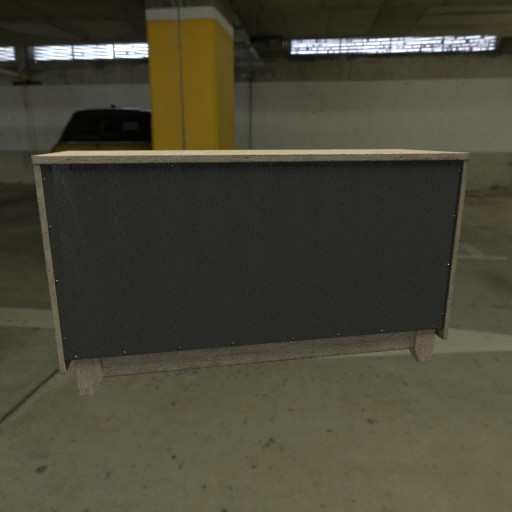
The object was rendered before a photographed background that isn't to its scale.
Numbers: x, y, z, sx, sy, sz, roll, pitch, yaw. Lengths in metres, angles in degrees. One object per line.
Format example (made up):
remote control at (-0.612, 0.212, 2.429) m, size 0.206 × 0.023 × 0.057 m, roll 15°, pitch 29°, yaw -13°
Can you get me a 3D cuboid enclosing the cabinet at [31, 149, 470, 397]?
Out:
cabinet at (0.000, 0.000, 1.800) m, size 1.460 × 0.825 × 0.511 m, roll -3°, pitch 15°, yaw -10°
